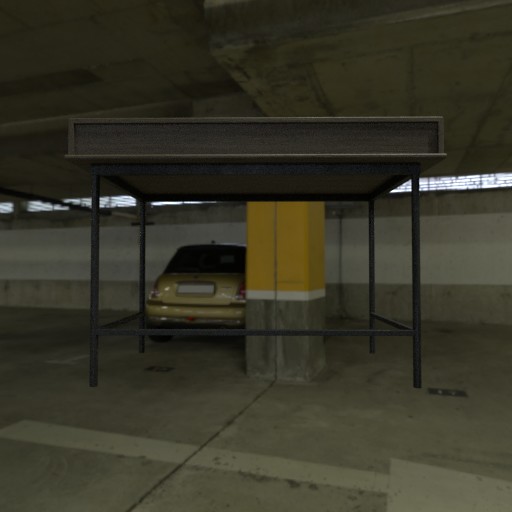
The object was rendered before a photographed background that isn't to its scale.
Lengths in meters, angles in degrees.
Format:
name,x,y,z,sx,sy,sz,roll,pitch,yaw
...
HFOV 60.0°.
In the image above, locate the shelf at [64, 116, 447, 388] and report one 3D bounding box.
name,x,y,z,sx,sy,sz,roll,pitch,yaw
shelf,0.000,0.000,1.738,1.212,0.865,0.685,0,-2,1
